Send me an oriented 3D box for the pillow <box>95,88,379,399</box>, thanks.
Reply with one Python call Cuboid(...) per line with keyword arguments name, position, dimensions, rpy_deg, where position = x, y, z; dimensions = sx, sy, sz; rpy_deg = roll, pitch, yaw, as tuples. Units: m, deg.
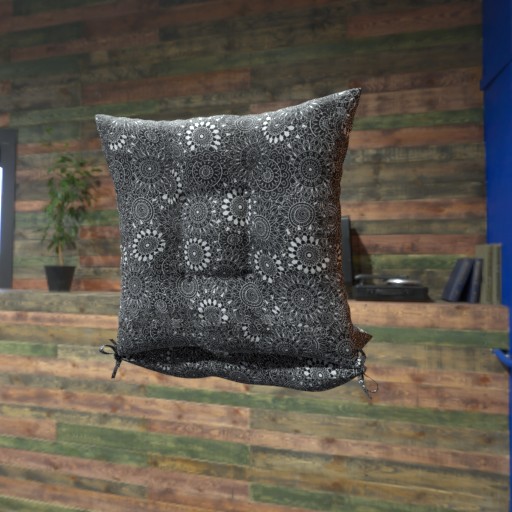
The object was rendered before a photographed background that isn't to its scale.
Cuboid(name="pillow", position=(0.000, 0.000, 1.014), dimensions=(0.541, 0.536, 0.585), rpy_deg=(0, -2, 16))
